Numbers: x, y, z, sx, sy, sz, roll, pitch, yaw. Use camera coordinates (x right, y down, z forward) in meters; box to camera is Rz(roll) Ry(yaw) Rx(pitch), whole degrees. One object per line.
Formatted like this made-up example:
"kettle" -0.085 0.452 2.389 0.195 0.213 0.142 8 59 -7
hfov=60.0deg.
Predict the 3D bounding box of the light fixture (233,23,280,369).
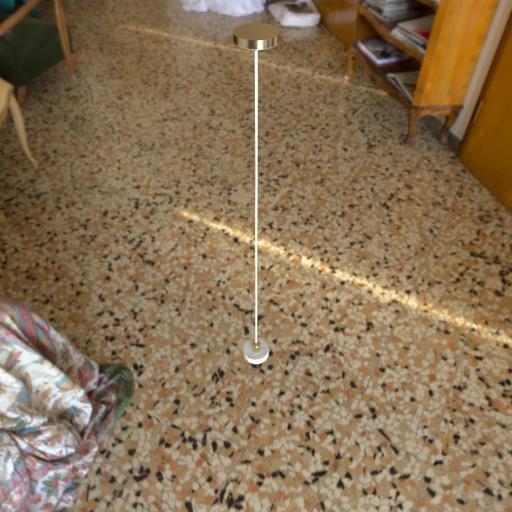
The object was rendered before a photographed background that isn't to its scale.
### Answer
"light fixture" 0.000 0.000 1.739 0.129 1.669 0.129 31 54 26
